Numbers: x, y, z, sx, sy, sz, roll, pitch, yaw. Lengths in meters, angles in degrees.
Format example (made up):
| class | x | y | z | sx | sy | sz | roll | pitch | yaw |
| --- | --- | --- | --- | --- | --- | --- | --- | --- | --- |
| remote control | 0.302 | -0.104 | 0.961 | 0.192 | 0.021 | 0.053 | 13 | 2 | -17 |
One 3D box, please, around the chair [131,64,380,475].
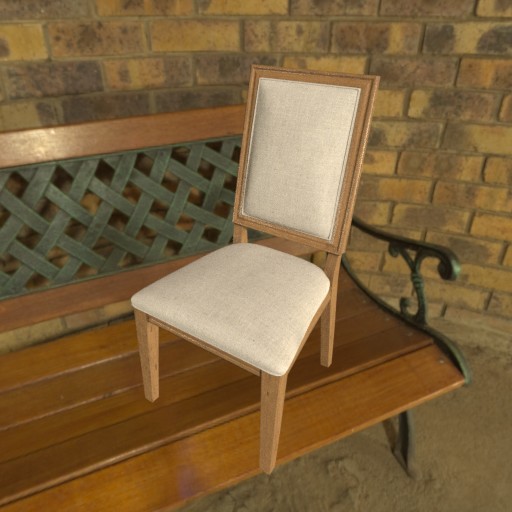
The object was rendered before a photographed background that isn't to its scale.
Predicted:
| class | x | y | z | sx | sy | sz | roll | pitch | yaw |
| --- | --- | --- | --- | --- | --- | --- | --- | --- | --- |
| chair | 0.000 | 0.000 | 1.342 | 0.536 | 0.988 | 0.601 | 19 | 35 | 29 |
